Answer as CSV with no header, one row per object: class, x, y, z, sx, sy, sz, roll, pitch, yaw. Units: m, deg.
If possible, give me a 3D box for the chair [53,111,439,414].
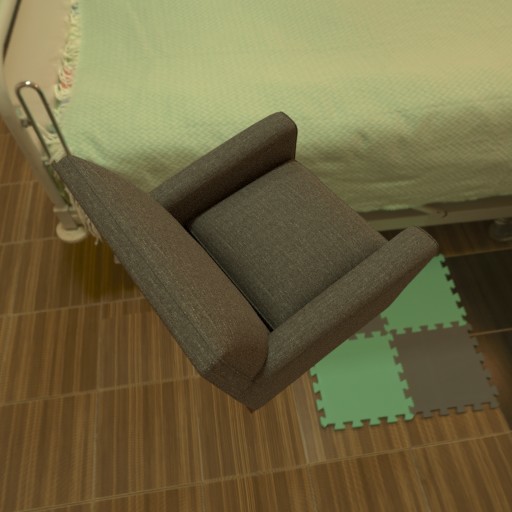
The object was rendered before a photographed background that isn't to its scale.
chair,0.000,0.000,1.598,0.875,0.885,0.838,-33,63,-19
